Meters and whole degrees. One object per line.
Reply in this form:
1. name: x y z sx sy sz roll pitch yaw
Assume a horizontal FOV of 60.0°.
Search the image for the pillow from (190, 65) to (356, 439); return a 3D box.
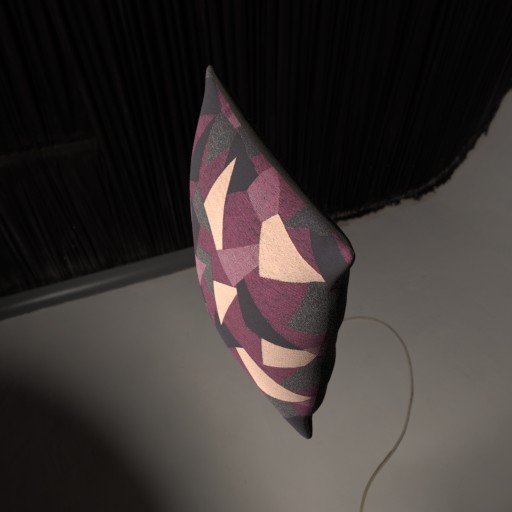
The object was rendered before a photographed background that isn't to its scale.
1. pillow: 0.000 0.000 0.794 0.208 0.496 0.503 -16 48 -15
